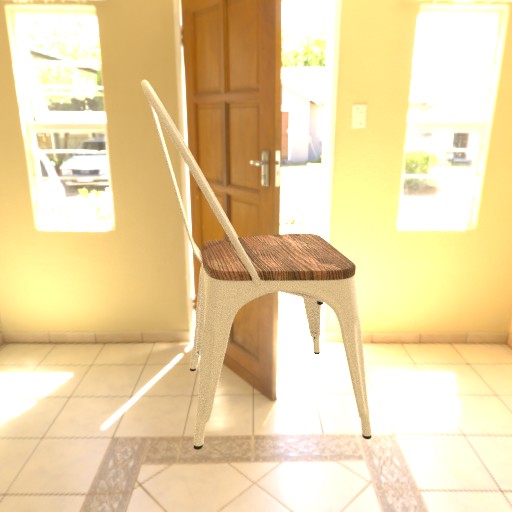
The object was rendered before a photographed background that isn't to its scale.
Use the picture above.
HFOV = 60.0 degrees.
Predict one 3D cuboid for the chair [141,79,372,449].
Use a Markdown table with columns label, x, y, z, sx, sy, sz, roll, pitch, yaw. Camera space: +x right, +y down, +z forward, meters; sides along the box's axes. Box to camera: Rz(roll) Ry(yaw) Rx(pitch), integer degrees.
| label | x | y | z | sx | sy | sz | roll | pitch | yaw |
| --- | --- | --- | --- | --- | --- | --- | --- | --- | --- |
| chair | 0.000 | 0.000 | 1.162 | 0.521 | 0.851 | 0.452 | -3 | 17 | -9 |
